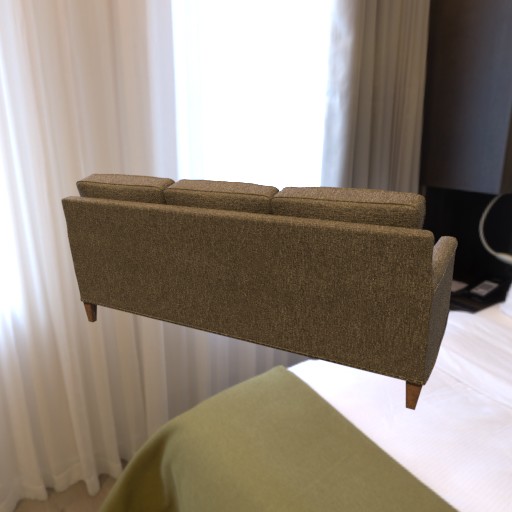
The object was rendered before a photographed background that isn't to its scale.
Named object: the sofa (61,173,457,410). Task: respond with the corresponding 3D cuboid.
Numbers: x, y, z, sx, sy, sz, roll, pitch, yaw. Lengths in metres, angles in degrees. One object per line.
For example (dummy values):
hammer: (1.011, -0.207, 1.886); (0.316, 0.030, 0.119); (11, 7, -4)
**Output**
sofa: (0.000, 0.000, 2.782); (2.246, 1.003, 1.084); (8, 18, 27)
